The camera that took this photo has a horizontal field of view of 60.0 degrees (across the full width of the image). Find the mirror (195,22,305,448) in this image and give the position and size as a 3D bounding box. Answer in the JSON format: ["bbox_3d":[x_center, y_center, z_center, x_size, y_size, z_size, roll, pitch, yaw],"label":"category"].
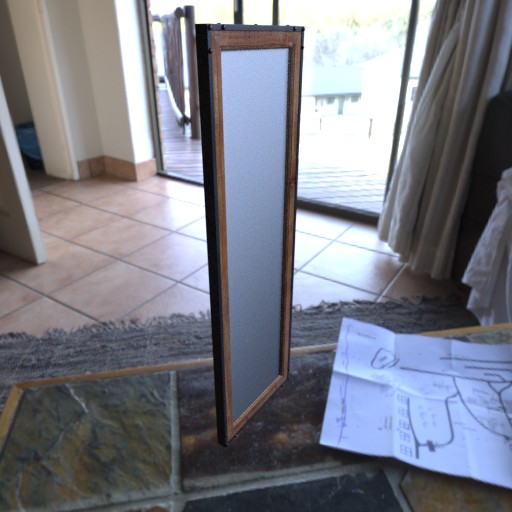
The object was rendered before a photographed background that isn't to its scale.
[{"bbox_3d":[0.000,0.000,1.163,0.042,1.080,0.354,17,31,31],"label":"mirror"}]
